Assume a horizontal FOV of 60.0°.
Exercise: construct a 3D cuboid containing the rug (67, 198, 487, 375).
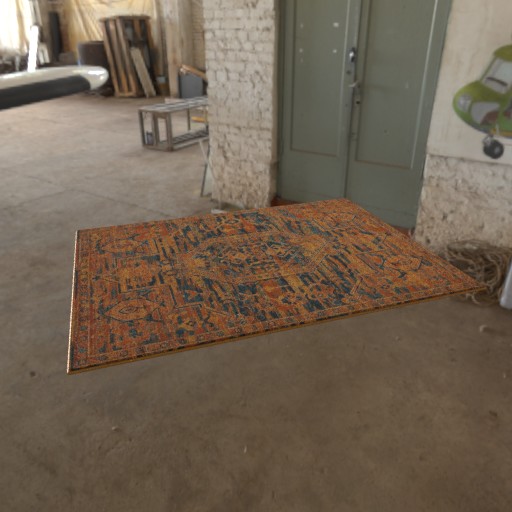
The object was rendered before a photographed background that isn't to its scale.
[{"bbox_3d":[0.000,0.000,2.841,2.204,0.024,1.588,-9,28,-17],"label":"rug"}]
